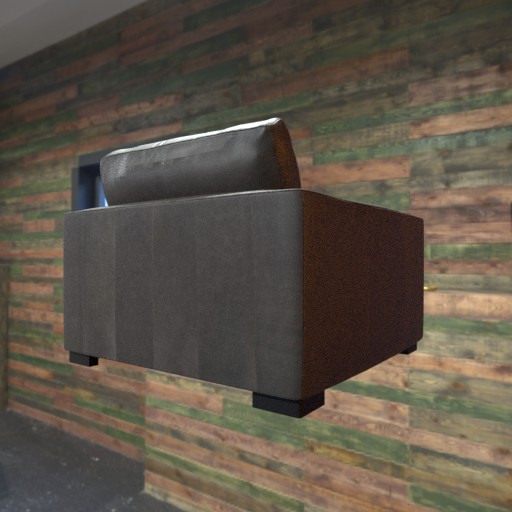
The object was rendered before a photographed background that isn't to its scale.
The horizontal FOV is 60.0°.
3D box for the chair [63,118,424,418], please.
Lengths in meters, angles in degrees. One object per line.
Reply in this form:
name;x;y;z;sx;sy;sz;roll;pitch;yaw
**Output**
chair;0.000;0.000;1.808;1.106;0.807;1.080;0;0;36
